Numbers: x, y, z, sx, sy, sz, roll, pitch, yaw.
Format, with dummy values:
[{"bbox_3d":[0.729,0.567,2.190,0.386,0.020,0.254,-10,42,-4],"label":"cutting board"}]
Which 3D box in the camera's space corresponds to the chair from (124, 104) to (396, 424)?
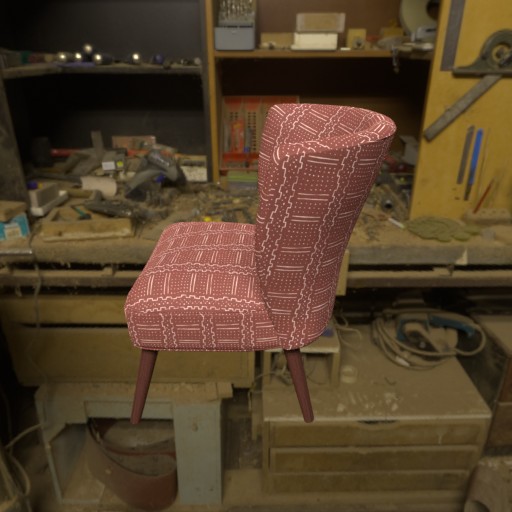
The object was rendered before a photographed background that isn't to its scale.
[{"bbox_3d":[0.000,0.000,1.413,0.758,0.866,0.706,0,26,1],"label":"chair"}]
